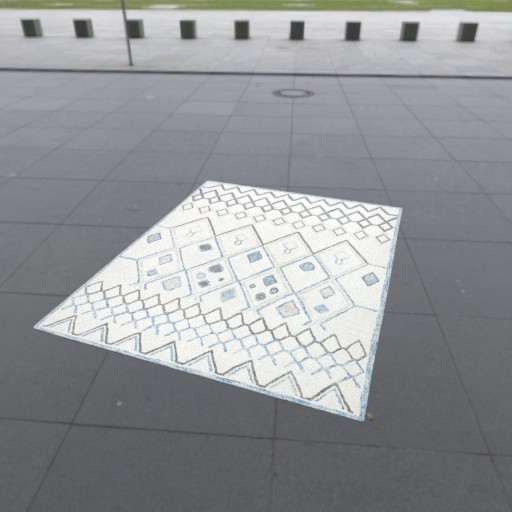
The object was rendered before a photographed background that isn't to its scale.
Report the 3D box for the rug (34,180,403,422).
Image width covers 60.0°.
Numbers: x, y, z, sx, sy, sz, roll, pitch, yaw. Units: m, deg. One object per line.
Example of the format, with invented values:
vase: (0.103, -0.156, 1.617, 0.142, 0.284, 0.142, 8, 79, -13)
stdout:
rug: (0.000, 0.000, 4.162, 2.441, 0.013, 3.056, 11, 33, 17)
